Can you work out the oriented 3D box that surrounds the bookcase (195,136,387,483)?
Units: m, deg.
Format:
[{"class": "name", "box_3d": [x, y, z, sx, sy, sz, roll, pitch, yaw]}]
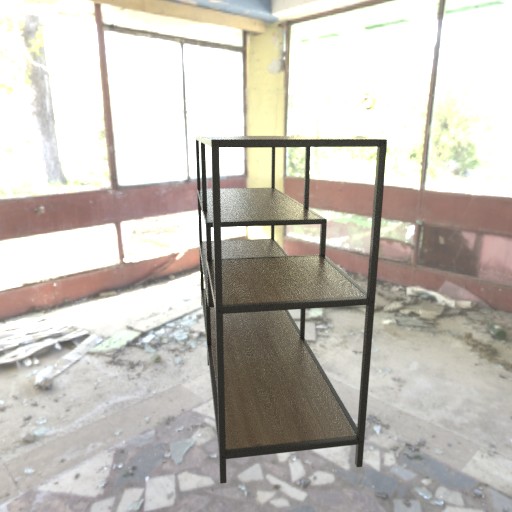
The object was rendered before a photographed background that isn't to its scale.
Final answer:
[{"class": "bookcase", "box_3d": [0.000, 0.000, 1.502, 0.350, 0.780, 1.140, -2, 16, -9]}]
